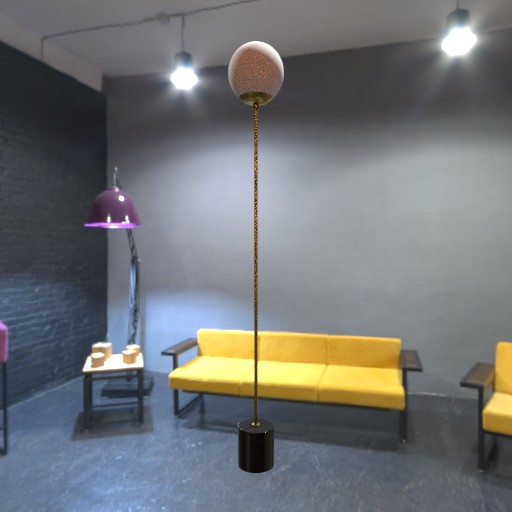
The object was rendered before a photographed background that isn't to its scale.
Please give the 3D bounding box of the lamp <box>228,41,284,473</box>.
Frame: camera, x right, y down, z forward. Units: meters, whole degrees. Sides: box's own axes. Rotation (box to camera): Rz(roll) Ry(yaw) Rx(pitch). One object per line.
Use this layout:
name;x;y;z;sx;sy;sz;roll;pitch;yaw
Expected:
lamp;0.000;0.000;1.843;0.229;1.748;0.229;0;1;19
